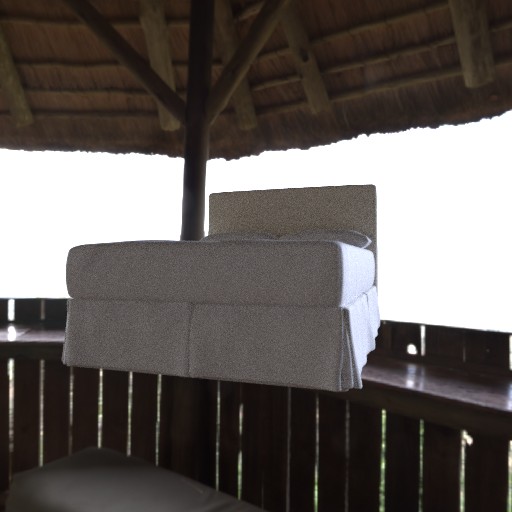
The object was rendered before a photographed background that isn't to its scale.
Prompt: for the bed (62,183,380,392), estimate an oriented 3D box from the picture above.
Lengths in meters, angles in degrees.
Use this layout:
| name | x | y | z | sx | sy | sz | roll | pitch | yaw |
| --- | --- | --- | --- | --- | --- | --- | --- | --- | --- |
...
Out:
| name | x | y | z | sx | sy | sz | roll | pitch | yaw |
| --- | --- | --- | --- | --- | --- | --- | --- | --- | --- |
| bed | 0.000 | 0.000 | 3.274 | 1.714 | 1.330 | 2.147 | 0 | -1 | 19 |
